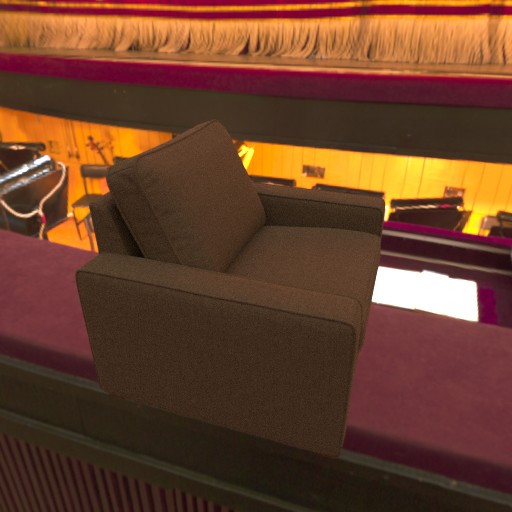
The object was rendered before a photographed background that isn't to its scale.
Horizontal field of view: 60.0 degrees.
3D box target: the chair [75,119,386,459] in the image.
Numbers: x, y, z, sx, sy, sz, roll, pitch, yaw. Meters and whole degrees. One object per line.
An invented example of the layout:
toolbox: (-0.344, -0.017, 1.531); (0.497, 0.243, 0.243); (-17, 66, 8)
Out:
chair: (0.000, 0.000, 1.774); (0.940, 0.919, 1.017); (9, 30, 16)
